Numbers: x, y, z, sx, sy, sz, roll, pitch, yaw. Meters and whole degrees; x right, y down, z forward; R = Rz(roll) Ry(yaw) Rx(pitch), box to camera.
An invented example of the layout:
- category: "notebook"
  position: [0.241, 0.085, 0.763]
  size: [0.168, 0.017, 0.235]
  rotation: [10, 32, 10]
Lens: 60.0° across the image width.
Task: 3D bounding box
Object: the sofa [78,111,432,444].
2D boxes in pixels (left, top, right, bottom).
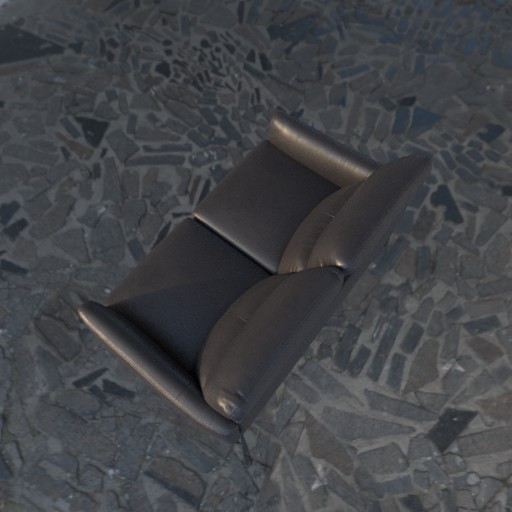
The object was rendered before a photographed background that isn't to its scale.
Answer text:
- category: "sofa"
  position: [0.000, 0.000, 2.246]
  size: [0.958, 0.920, 1.596]
  rotation: [35, 69, 16]
